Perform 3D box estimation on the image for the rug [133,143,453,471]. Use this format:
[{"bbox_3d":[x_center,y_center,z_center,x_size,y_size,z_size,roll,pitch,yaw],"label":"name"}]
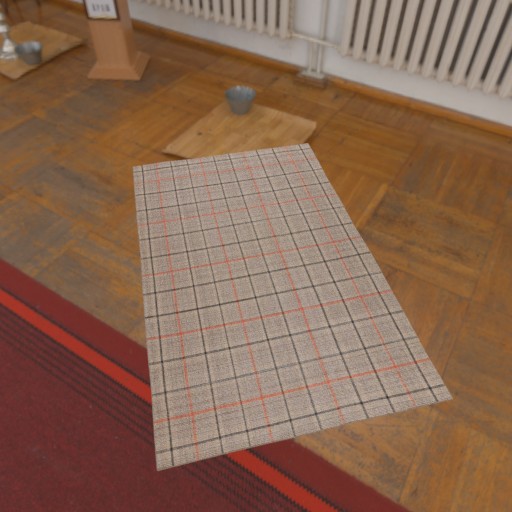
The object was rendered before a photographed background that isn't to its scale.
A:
[{"bbox_3d":[0.000,0.000,2.985,1.524,0.015,2.439,-10,48,-9],"label":"rug"}]
